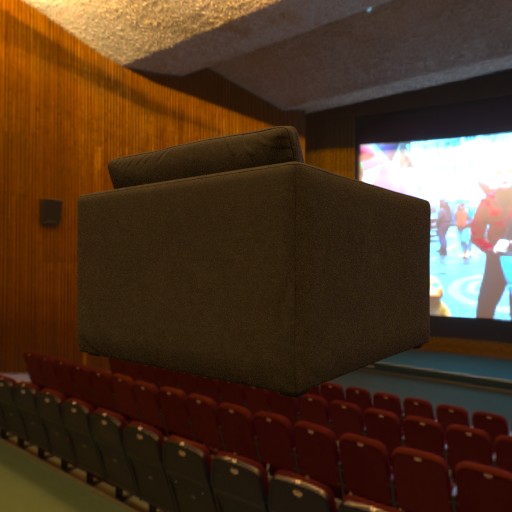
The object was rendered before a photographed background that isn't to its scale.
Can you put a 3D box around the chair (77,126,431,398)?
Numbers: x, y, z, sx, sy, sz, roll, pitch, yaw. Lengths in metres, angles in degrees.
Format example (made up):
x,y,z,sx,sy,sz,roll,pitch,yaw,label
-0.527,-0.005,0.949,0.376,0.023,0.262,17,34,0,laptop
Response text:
x,y,z,sx,sy,sz,roll,pitch,yaw,label
0.000,0.000,1.916,1.190,0.845,1.091,-1,-1,36,chair
